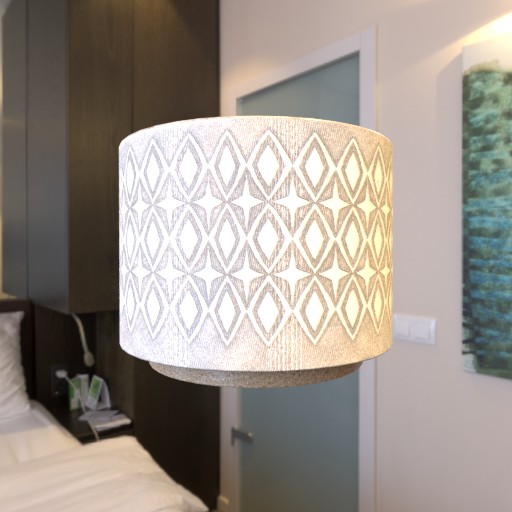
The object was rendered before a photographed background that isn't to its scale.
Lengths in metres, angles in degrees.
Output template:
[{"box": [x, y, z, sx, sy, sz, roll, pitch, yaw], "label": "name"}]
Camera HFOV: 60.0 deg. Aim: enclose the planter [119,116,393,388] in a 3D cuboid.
[{"box": [0.000, 0.000, 0.316, 0.186, 0.144, 0.186, 0, 1, 0], "label": "planter"}]
